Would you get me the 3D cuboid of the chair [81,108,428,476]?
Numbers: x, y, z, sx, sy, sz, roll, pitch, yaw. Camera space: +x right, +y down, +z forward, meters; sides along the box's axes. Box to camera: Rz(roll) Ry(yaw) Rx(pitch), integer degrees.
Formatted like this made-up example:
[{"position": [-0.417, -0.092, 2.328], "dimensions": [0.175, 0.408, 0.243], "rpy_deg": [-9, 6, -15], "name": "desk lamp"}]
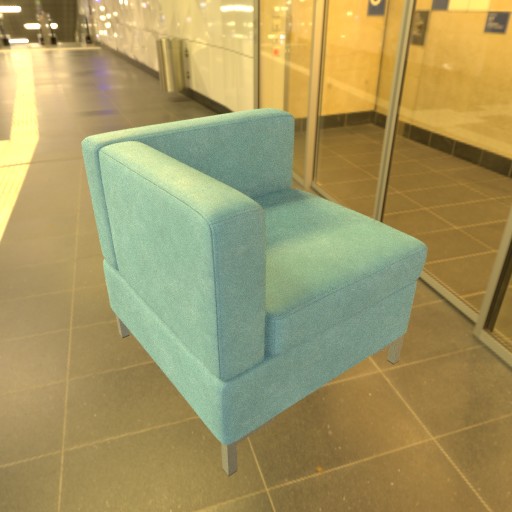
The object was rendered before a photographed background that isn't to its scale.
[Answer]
[{"position": [0.000, 0.000, 1.248], "dimensions": [0.680, 0.660, 0.680], "rpy_deg": [-21, 35, -32], "name": "chair"}]
